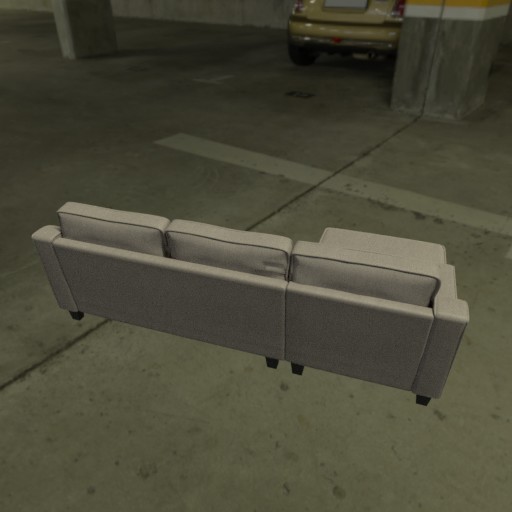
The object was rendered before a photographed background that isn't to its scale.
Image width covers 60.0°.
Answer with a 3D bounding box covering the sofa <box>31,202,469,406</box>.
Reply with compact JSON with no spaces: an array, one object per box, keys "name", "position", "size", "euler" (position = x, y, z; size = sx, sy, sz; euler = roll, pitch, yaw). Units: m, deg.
[{"name":"sofa","position":[0.000,0.000,3.099],"size":[2.561,0.928,1.294],"euler":[10,34,15]}]
